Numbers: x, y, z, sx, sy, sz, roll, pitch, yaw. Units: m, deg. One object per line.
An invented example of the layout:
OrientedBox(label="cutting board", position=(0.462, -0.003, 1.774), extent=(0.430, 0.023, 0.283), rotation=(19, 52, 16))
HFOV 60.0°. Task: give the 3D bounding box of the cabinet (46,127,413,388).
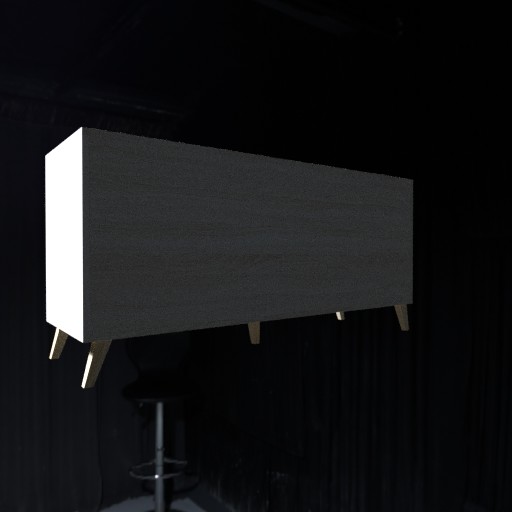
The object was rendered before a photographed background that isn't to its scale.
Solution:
OrientedBox(label="cabinet", position=(0.000, 0.000, 2.005), extent=(1.649, 0.780, 0.500), rotation=(-1, 1, -37))
